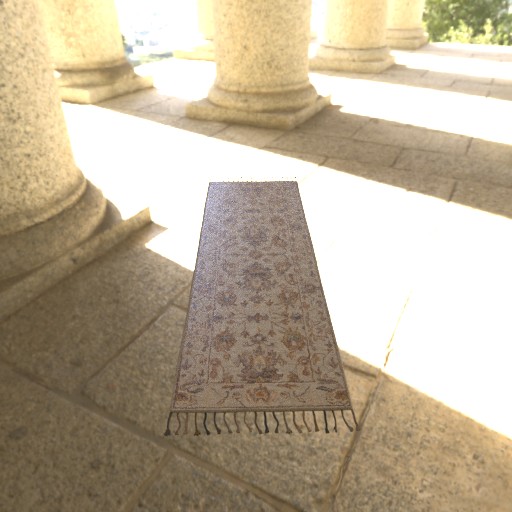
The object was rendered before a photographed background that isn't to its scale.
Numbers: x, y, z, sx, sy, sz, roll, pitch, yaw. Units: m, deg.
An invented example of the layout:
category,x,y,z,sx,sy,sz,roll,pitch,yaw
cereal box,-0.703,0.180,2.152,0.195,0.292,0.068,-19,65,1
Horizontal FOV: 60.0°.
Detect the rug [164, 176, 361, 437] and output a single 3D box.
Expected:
category,x,y,z,sx,sy,sz,roll,pitch,yaw
rug,0.000,0.000,2.655,0.729,0.021,2.438,-1,33,-1
